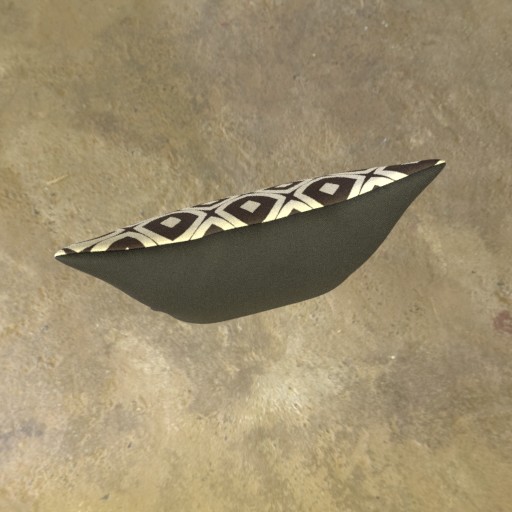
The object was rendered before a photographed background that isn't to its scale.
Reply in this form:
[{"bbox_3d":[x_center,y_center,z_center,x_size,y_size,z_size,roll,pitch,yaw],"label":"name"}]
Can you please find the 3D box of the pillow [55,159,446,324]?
[{"bbox_3d":[0.000,0.000,0.788,0.504,0.494,0.188,-14,76,-4],"label":"pillow"}]
